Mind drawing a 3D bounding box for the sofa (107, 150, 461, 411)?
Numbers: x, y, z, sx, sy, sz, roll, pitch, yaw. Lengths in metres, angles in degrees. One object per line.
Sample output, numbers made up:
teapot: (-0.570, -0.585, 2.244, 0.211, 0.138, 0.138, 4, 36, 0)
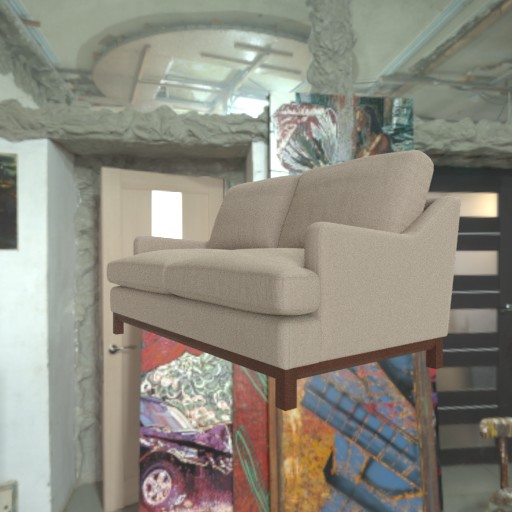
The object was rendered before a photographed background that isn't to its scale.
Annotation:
sofa: (0.000, 0.000, 2.218, 1.004, 0.910, 1.619, 0, 1, -36)
